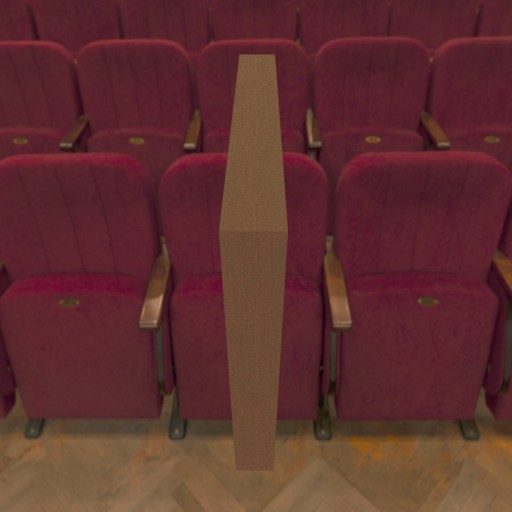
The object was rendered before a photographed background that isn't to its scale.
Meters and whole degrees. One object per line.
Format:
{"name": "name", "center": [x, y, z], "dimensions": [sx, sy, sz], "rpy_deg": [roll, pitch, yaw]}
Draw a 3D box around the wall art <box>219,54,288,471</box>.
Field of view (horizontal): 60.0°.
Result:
{"name": "wall art", "center": [0.000, 0.000, 0.457], "dimensions": [0.038, 0.303, 0.304], "rpy_deg": [0, 41, 0]}
